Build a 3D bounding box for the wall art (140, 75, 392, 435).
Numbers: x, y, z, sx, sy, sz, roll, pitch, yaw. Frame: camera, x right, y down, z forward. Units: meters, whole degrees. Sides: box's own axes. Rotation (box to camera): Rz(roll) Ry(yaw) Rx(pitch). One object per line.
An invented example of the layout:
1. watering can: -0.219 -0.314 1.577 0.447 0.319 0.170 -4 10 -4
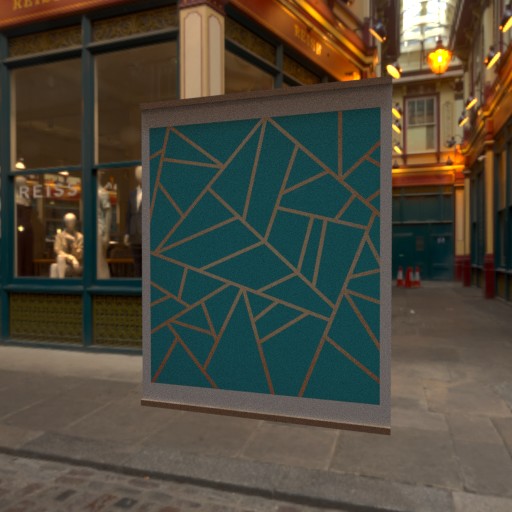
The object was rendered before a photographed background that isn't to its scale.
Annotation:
1. wall art: 0.000 0.000 0.692 0.405 0.508 0.012 0 1 17
